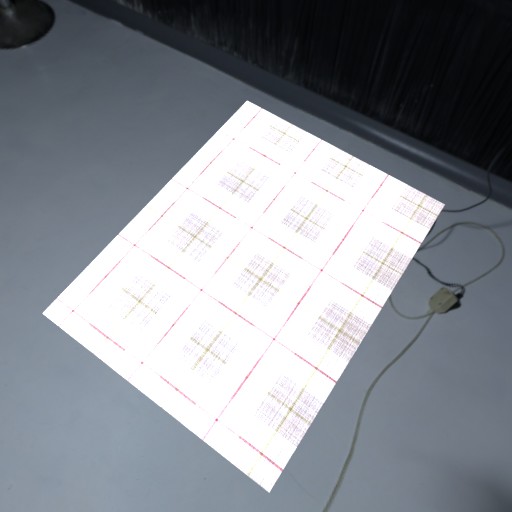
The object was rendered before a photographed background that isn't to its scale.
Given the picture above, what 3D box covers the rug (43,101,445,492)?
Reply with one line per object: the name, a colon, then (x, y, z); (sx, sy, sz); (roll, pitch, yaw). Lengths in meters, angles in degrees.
rug: (0.000, 0.000, 3.983); (2.317, 0.016, 2.959); (32, 68, 15)
